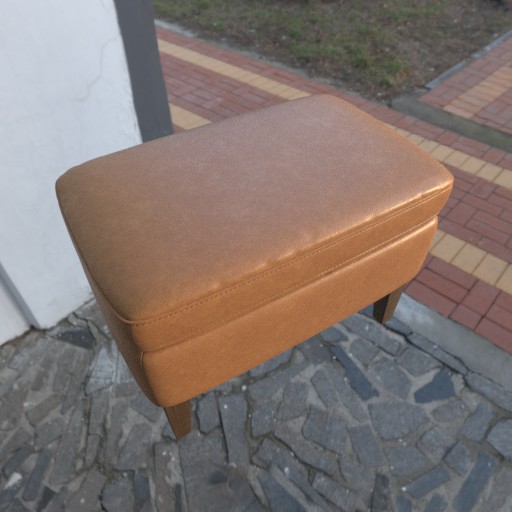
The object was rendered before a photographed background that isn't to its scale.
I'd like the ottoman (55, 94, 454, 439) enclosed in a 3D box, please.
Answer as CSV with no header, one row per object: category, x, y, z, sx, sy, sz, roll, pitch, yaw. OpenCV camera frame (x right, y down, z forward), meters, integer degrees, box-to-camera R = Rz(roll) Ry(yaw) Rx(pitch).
ottoman,0.000,0.000,0.963,0.670,0.480,0.420,-23,51,-21
